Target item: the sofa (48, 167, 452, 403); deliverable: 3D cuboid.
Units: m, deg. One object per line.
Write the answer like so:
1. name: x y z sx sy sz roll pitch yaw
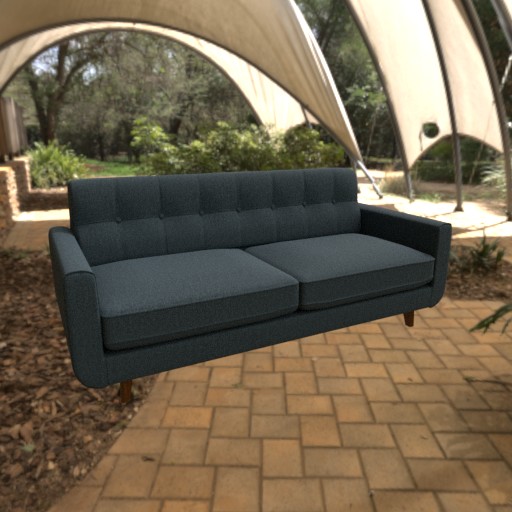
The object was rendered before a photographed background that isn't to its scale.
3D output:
1. sofa: 0.000 0.000 2.484 2.055 0.884 0.942 -8 17 -26
